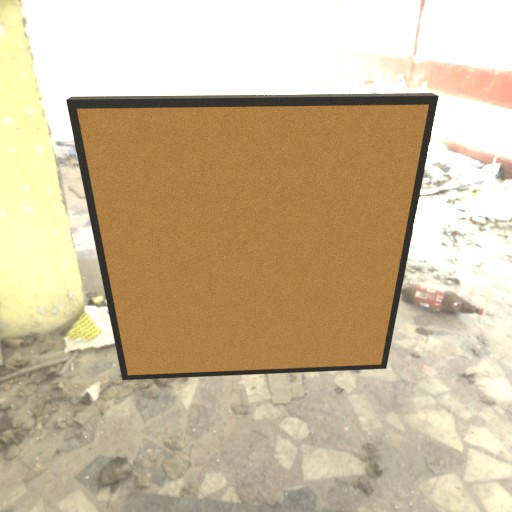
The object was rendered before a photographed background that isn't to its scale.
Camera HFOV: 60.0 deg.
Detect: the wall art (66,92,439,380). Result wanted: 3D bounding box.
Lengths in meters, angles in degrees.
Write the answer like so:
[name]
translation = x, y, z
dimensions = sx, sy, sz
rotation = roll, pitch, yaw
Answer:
[wall art]
translation = 0.000, 0.000, 1.108
dimensions = 0.763, 0.763, 0.038
rotation = -2, 29, -3
